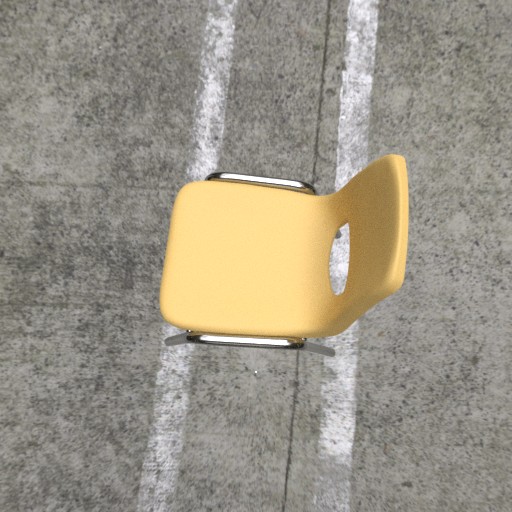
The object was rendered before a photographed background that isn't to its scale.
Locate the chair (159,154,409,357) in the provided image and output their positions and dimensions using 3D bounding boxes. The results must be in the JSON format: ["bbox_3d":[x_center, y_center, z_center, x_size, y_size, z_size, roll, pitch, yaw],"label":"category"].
[{"bbox_3d":[0.000,0.000,0.862,0.423,0.586,0.354,5,75,1],"label":"chair"}]
